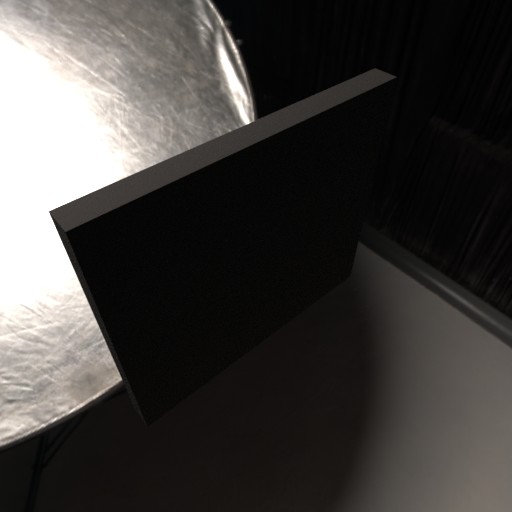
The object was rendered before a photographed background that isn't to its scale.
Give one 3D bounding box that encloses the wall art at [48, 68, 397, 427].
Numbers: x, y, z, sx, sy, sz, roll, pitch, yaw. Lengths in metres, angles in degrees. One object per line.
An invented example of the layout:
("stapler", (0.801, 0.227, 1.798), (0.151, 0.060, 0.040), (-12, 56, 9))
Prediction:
("wall art", (0.000, 0.000, 0.525), (0.381, 0.330, 0.031), (-32, 54, -27))
